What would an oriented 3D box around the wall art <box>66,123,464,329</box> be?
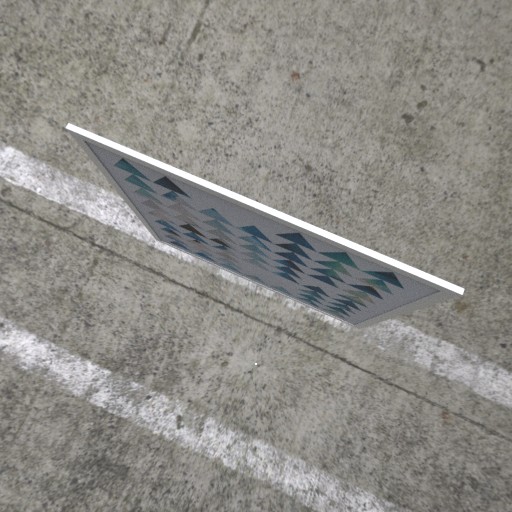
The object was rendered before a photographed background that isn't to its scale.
[{"bbox_3d":[0.000,0.000,0.688,0.456,0.456,0.007,23,77,6],"label":"wall art"}]
